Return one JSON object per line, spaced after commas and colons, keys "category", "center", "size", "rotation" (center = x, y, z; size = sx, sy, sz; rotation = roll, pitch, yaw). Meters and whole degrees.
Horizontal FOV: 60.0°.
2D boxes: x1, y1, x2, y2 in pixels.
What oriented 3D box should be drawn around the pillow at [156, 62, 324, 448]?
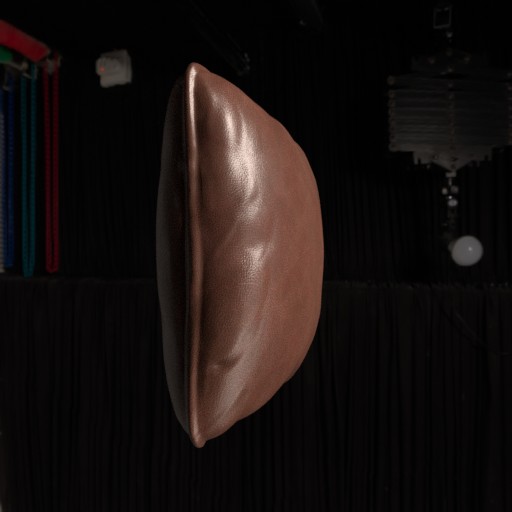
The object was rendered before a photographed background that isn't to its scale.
{"category": "pillow", "center": [0.000, 0.000, 0.818], "size": [0.236, 0.523, 0.532], "rotation": [0, 0, 19]}
